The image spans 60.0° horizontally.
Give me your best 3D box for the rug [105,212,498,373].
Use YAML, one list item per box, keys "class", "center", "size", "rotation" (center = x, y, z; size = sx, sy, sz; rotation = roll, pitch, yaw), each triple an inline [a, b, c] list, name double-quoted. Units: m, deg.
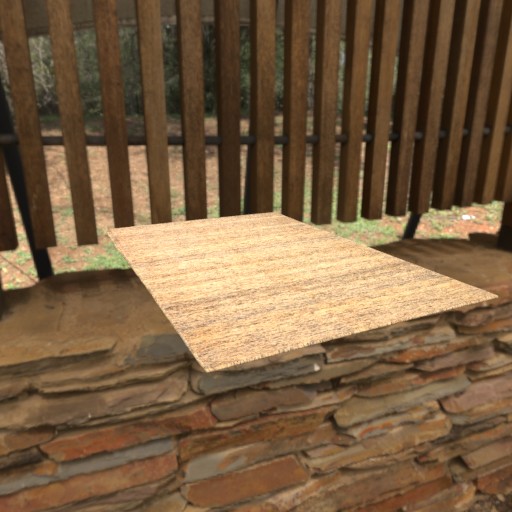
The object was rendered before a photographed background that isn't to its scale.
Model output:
- class: "rug"
  center: [0.000, 0.000, 2.286]
  size: [1.243, 0.014, 1.846]
  rotation: [-8, 19, -25]
